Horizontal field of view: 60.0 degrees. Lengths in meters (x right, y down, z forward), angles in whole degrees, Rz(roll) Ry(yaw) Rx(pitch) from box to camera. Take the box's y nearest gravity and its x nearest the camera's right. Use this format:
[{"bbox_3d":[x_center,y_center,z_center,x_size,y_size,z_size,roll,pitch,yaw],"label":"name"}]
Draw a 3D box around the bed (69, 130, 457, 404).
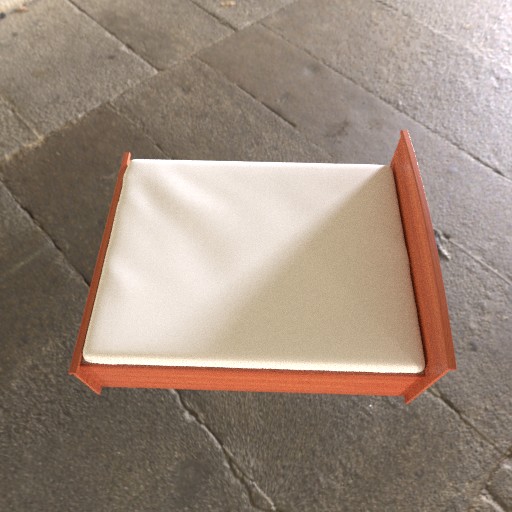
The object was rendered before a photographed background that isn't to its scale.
[{"bbox_3d":[0.000,0.000,2.964,2.053,0.848,1.683,2,59,1],"label":"bed"}]
